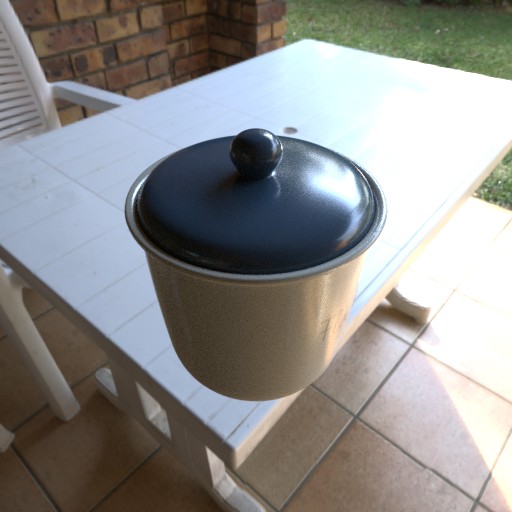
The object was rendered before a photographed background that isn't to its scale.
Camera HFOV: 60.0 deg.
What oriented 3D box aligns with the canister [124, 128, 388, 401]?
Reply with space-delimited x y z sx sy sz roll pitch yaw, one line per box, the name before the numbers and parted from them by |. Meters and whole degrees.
canister | 0.000 0.000 0.351 0.182 0.208 0.182 0 40 0
